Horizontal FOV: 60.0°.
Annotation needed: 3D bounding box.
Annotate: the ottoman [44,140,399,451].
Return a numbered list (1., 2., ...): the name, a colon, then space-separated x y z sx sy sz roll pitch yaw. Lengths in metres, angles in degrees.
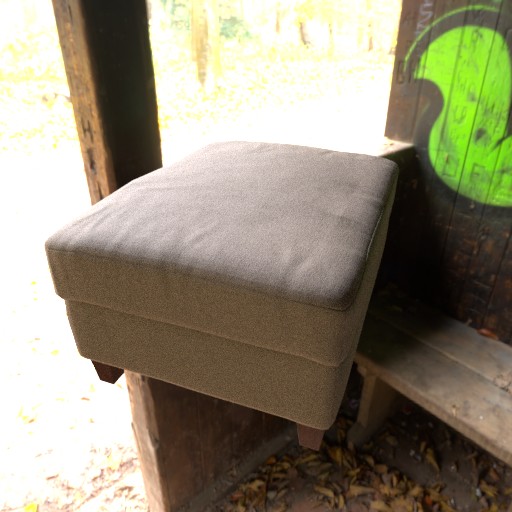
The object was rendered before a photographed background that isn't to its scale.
1. ottoman: 0.000 0.000 1.300 0.692 0.511 0.902 11 31 18
